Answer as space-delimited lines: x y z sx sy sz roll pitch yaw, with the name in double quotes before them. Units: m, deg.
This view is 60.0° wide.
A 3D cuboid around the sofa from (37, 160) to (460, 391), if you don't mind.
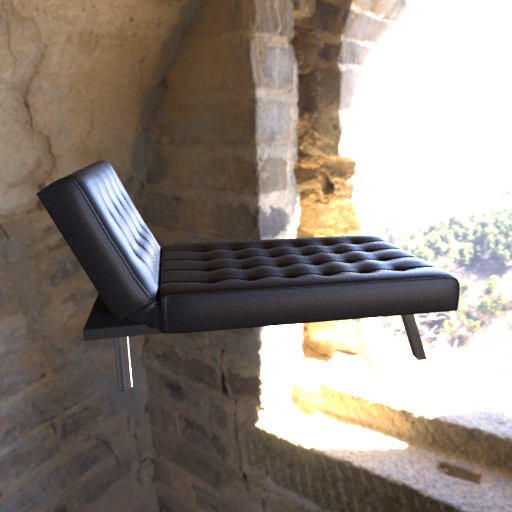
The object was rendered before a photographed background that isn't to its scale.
"sofa" 0.000 0.000 1.986 1.560 0.820 0.760 -3 16 -10
